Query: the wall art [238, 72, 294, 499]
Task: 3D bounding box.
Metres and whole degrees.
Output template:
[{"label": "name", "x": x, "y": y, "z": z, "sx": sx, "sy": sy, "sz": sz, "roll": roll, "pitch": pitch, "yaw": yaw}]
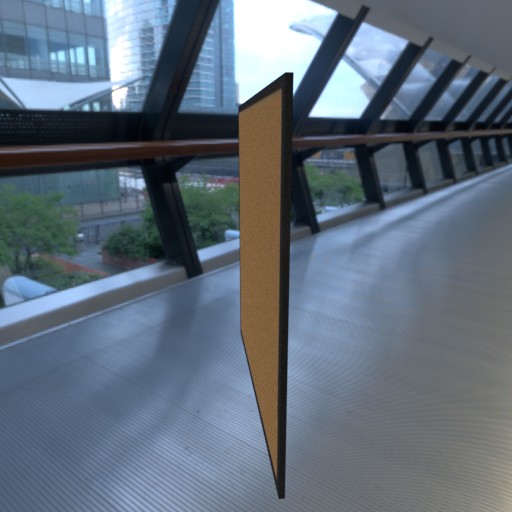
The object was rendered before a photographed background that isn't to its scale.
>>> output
[{"label": "wall art", "x": 0.000, "y": 0.000, "z": 1.206, "sx": 0.013, "sy": 0.823, "sz": 0.823, "roll": -2, "pitch": 15, "yaw": -7}]
